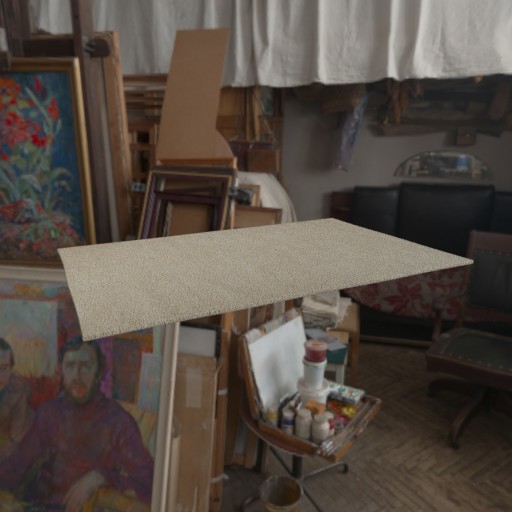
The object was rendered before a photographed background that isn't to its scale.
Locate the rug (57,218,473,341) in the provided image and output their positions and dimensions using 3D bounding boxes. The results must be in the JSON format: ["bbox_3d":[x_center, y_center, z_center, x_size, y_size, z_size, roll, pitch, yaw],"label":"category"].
[{"bbox_3d":[0.000,0.000,2.956,2.346,0.025,1.500,-8,18,-26],"label":"rug"}]
